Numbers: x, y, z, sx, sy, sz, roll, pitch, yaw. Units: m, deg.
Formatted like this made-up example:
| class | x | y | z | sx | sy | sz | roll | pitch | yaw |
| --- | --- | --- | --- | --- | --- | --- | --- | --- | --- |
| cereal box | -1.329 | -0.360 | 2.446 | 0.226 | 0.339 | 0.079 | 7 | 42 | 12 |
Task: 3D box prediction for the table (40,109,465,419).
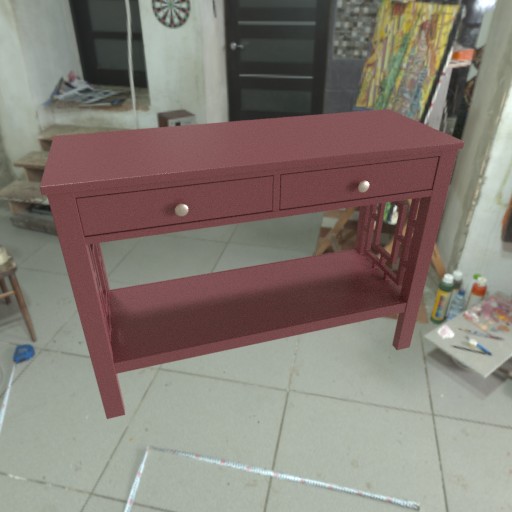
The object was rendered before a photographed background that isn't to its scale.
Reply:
| class | x | y | z | sx | sy | sz | roll | pitch | yaw |
| --- | --- | --- | --- | --- | --- | --- | --- | --- | --- |
| table | 0.000 | 0.000 | 1.415 | 1.068 | 0.753 | 0.397 | -9 | 33 | -15 |
